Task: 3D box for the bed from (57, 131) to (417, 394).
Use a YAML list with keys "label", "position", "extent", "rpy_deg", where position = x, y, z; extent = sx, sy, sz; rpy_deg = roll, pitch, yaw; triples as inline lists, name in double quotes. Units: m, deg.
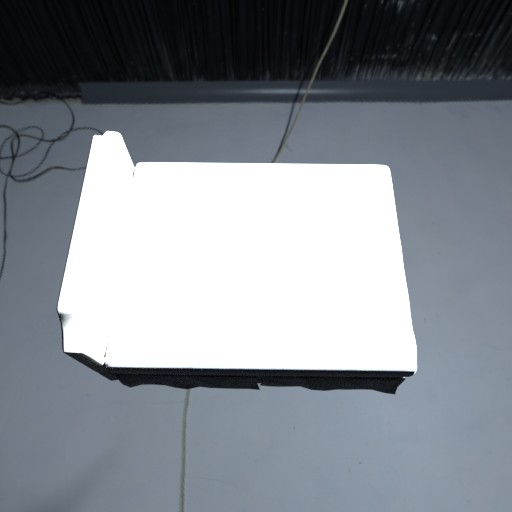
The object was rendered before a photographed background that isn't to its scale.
- label: "bed"
  position: [0.000, 0.000, 3.612]
  extent: [2.498, 1.293, 1.977]
  rpy_deg: [1, 65, 0]
